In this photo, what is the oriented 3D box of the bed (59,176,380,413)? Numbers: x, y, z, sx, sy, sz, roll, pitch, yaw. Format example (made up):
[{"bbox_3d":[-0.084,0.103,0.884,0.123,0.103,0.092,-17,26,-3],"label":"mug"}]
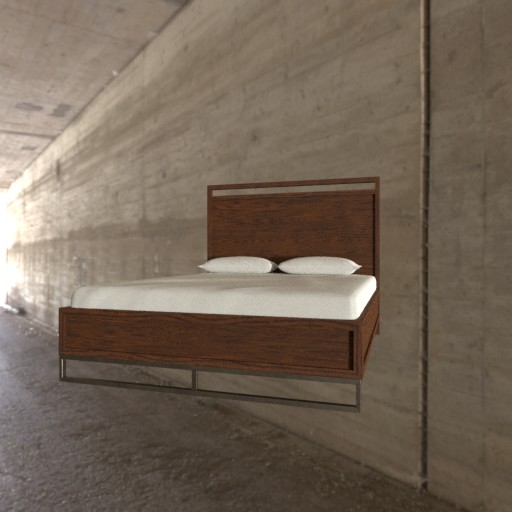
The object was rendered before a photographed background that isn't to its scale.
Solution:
[{"bbox_3d":[0.000,0.000,3.424,1.765,1.487,2.218,0,0,18],"label":"bed"}]
